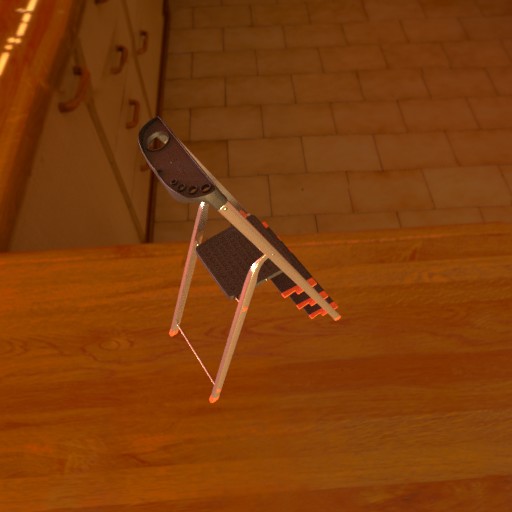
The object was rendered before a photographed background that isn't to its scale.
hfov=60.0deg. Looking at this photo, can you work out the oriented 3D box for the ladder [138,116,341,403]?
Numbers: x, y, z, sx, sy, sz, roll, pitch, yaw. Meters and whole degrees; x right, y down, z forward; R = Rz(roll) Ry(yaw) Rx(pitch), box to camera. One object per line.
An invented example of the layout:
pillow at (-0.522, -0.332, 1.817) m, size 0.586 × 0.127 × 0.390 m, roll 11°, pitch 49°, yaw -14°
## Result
ladder at (0.000, 0.000, 1.815) m, size 0.834 × 1.429 × 0.452 m, roll -30°, pitch 63°, yaw -17°
